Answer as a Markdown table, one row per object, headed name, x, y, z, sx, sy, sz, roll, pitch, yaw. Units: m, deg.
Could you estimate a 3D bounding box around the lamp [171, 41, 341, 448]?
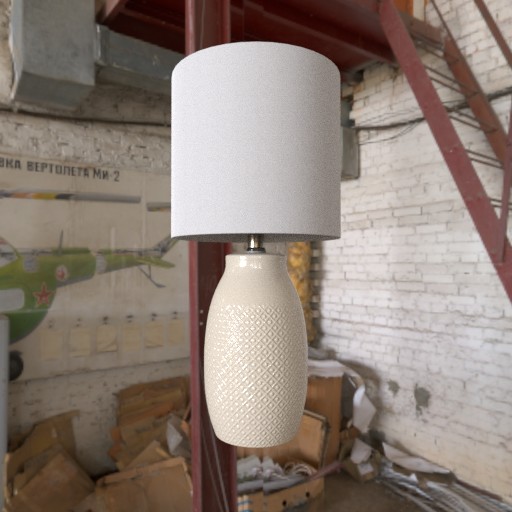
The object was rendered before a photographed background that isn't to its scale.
| name | x | y | z | sx | sy | sz | roll | pitch | yaw |
| --- | --- | --- | --- | --- | --- | --- | --- | --- | --- |
| lamp | 0.000 | 0.000 | 0.576 | 0.217 | 0.453 | 0.217 | 0 | -1 | 0 |
